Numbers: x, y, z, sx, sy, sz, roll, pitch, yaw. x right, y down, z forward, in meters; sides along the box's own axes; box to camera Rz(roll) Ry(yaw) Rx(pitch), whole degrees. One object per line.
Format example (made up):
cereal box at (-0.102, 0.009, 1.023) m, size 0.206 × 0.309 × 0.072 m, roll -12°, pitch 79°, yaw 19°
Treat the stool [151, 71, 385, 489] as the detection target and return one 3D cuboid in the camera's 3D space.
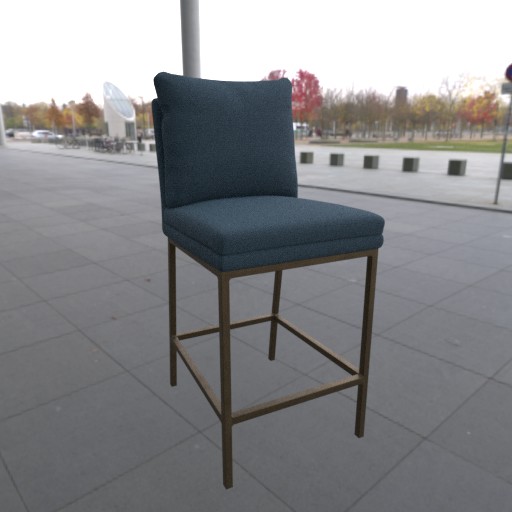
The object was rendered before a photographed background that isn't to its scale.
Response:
stool at (0.000, 0.000, 1.304) m, size 0.463 × 1.032 × 0.568 m, roll -8°, pitch 18°, yaw -26°
